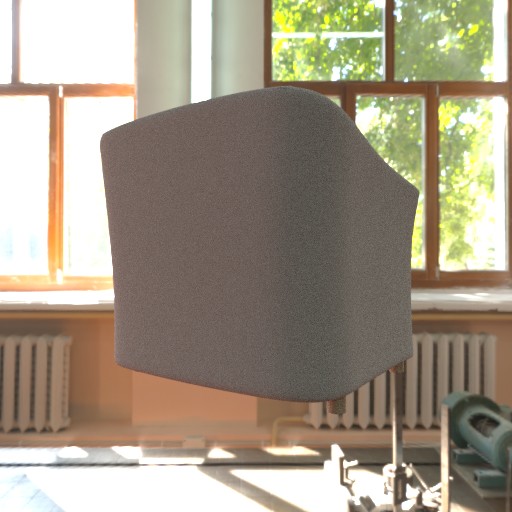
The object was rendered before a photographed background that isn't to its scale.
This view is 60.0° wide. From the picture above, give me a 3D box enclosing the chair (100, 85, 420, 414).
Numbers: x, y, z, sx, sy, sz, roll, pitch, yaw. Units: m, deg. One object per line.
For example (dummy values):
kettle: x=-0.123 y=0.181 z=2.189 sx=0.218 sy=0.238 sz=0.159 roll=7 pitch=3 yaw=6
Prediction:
chair: x=0.000 y=0.000 z=1.340 sx=0.790 sy=0.720 sz=0.700 roll=0 pitch=-1 yaw=35
